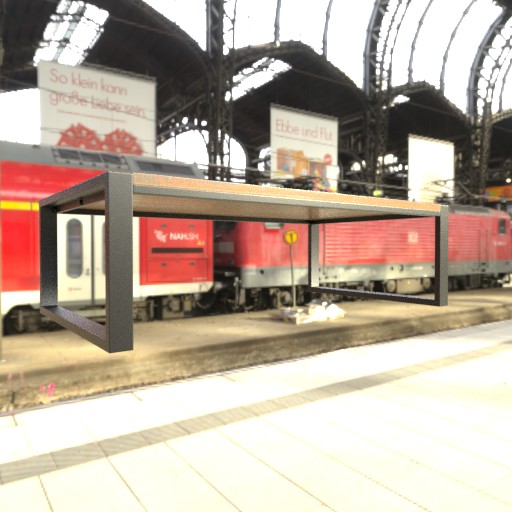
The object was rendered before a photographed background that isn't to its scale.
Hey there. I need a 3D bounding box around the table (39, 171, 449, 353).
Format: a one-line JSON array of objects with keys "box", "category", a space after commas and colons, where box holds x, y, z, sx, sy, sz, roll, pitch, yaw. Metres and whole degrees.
[{"box": [0.000, 0.000, 1.667, 1.350, 0.400, 0.750, -1, 1, -36], "category": "table"}]
